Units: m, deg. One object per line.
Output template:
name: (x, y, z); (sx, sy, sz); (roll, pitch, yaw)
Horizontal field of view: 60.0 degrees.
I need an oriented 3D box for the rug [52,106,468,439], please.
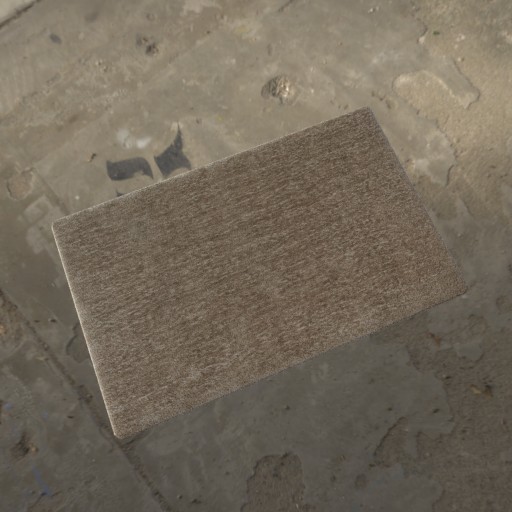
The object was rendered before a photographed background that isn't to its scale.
rug: (0.000, 0.000, 3.020); (2.469, 0.024, 1.539); (-22, 76, -6)
